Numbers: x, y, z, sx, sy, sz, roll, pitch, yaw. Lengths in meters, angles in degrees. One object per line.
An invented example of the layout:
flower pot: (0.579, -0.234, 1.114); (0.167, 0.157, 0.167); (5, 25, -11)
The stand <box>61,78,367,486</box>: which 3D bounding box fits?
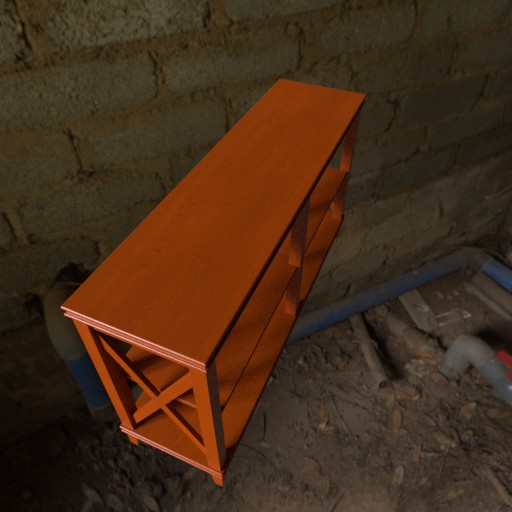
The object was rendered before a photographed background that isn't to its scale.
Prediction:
stand: (0.000, 0.000, 1.679); (0.381, 0.762, 1.372); (17, 47, 17)
